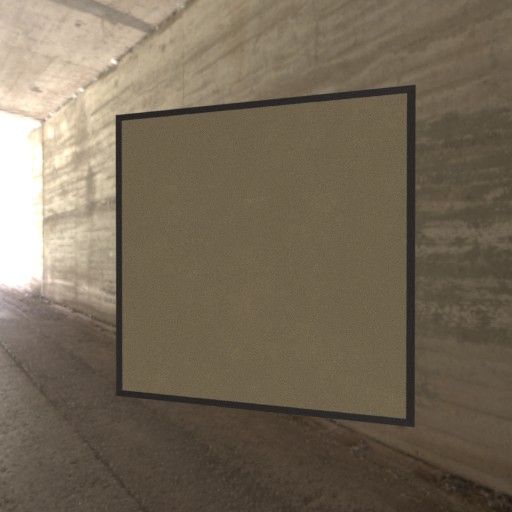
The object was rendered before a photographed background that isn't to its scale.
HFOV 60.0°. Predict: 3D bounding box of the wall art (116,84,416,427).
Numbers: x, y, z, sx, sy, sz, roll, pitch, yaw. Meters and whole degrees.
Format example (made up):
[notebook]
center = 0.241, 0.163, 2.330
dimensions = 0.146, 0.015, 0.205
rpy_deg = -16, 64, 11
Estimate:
[wall art]
center = 0.000, 0.000, 0.449
dimensions = 0.302, 0.300, 0.036
rpy_deg = 0, 0, 16
